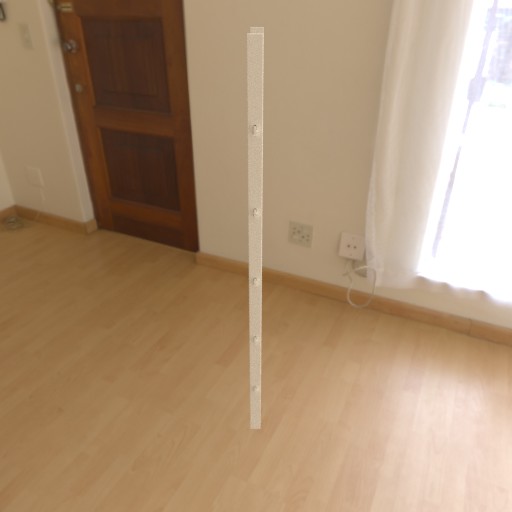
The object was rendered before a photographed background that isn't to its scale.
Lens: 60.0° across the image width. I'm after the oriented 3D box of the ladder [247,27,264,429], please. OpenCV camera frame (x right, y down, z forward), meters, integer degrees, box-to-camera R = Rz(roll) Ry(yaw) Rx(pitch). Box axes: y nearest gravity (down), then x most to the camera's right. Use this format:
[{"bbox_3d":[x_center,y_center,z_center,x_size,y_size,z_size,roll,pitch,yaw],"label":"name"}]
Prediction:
[{"bbox_3d":[0.000,0.000,1.978,0.051,1.797,0.452,0,30,1],"label":"ladder"}]
